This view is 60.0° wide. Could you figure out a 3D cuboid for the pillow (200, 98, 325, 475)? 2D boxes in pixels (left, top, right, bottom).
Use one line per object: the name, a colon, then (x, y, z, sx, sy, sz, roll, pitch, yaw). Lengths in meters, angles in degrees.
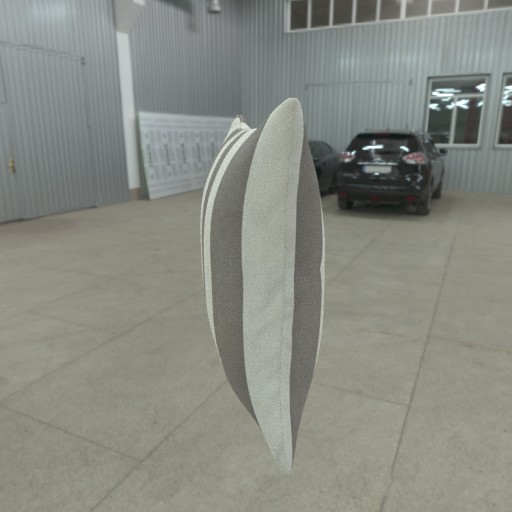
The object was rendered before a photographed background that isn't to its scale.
pillow: (0.000, 0.000, 0.800, 0.192, 0.507, 0.522, -2, 16, -9)
